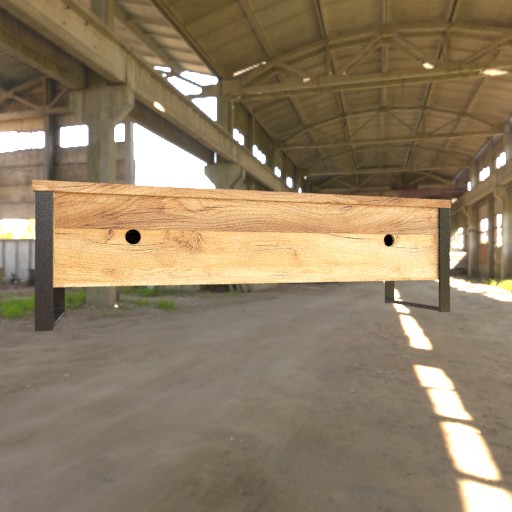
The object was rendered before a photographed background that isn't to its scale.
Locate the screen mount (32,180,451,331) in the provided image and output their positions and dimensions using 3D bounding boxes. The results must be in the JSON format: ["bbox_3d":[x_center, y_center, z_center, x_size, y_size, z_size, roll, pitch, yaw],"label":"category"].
[{"bbox_3d":[0.000,0.000,1.736,1.524,0.450,0.395,0,0,-18],"label":"screen mount"}]
